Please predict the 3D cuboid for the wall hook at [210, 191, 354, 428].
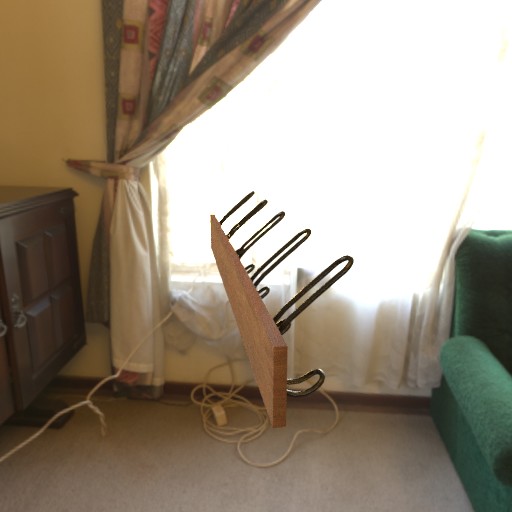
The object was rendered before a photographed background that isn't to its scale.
[{"bbox_3d":[0.000,0.000,0.576,0.076,0.116,0.554,-3,15,-10],"label":"wall hook"}]
